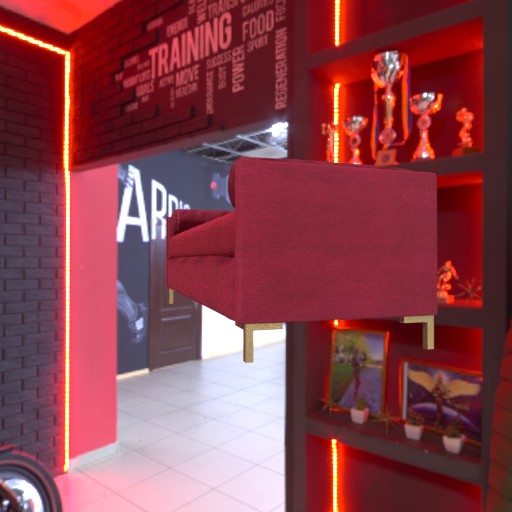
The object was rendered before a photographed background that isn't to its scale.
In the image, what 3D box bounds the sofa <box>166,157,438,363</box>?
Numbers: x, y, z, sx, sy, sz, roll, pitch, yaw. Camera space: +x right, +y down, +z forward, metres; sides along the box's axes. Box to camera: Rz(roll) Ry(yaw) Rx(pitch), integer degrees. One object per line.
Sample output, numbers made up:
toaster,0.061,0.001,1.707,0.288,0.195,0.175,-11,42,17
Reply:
sofa,0.000,0.000,2.514,0.796,0.705,2.102,0,-1,-18
